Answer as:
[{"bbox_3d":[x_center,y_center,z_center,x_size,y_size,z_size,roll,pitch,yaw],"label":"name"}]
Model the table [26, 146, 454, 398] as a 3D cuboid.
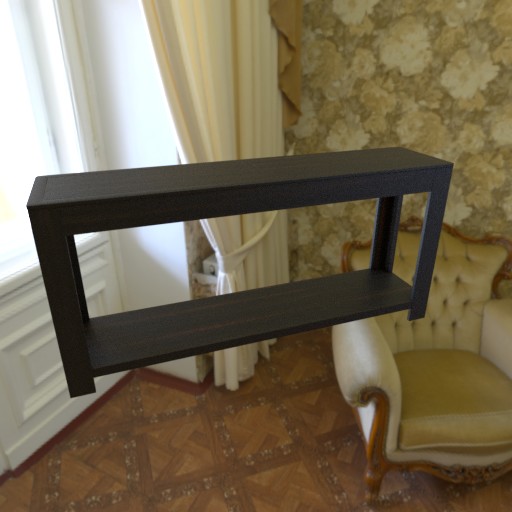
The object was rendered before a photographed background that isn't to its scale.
[{"bbox_3d":[0.000,0.000,1.923,1.631,0.762,0.384,-9,26,-18],"label":"table"}]
